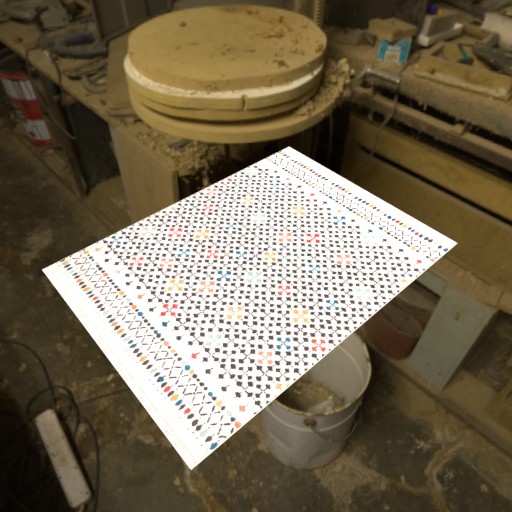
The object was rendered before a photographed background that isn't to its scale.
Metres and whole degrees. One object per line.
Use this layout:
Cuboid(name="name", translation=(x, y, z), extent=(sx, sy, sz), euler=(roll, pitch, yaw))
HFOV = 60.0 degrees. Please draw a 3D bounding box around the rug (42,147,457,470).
Cuboid(name="rug", translation=(0.000, 0.000, 4.221), extent=(3.196, 0.007, 2.354), euler=(-32, 53, -28))
